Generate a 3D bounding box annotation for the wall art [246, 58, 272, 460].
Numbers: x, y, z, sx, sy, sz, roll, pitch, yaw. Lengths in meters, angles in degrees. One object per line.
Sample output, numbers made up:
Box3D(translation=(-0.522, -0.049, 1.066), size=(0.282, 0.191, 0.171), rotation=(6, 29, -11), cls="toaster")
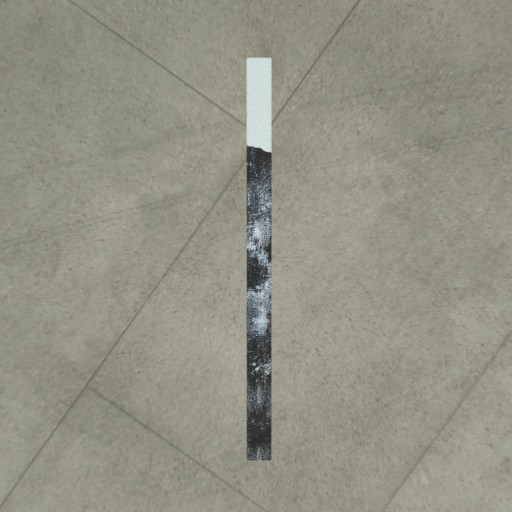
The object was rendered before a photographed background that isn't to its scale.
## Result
Box3D(translation=(0.000, 0.000, 1.127), size=(0.041, 0.915, 0.610), rotation=(0, 91, 0), cls="wall art")
